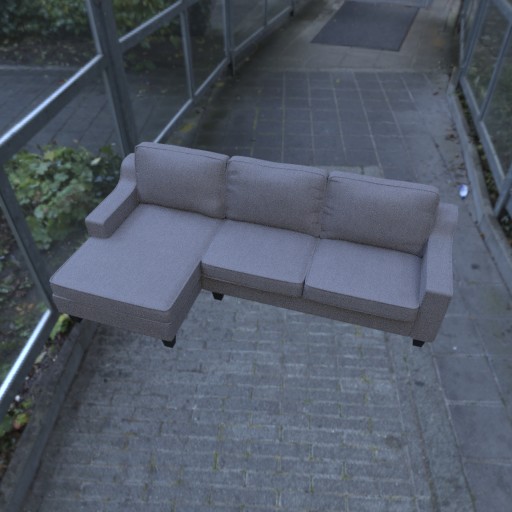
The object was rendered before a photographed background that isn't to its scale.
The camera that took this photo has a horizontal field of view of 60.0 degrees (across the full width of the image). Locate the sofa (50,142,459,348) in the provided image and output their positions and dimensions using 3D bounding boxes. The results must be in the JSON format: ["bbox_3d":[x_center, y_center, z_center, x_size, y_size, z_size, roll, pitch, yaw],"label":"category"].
[{"bbox_3d":[0.000,0.000,3.108,2.561,0.928,1.294,12,42,13],"label":"sofa"}]
